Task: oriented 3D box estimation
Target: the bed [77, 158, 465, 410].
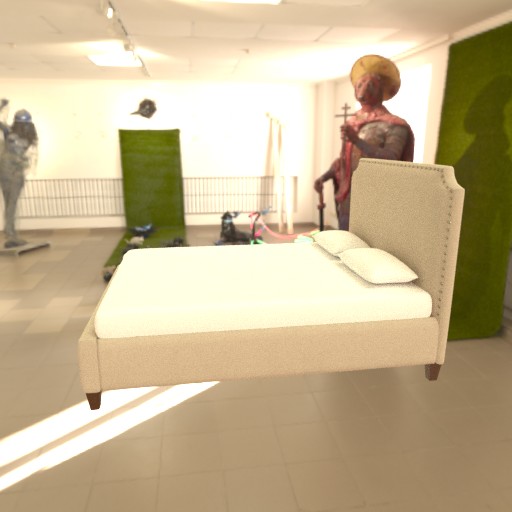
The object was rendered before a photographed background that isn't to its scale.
[{"bbox_3d":[0.000,0.000,3.473,2.372,1.443,1.713,-2,15,-9],"label":"bed"}]
